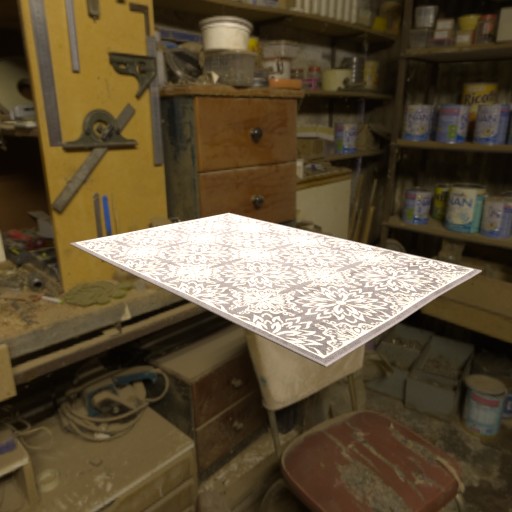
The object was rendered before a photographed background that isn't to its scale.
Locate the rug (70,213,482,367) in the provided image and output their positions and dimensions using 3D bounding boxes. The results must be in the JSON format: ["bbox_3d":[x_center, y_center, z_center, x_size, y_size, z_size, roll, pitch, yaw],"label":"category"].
[{"bbox_3d":[0.000,0.000,2.347,1.224,0.012,1.847,-16,24,-42],"label":"rug"}]
